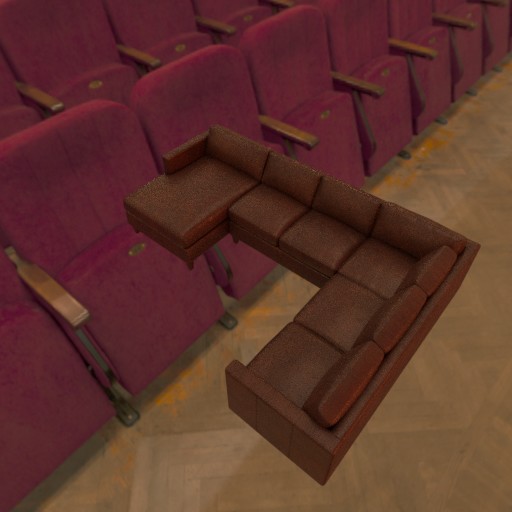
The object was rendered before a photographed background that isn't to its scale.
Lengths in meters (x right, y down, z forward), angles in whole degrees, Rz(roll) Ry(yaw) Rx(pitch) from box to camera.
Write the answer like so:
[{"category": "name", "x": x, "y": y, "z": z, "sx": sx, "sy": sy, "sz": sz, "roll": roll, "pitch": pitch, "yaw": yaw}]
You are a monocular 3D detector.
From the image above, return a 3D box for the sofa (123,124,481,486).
[{"category": "sofa", "x": 0.000, "y": 0.000, "z": 4.342, "sx": 3.324, "sy": 0.891, "sz": 2.452, "roll": 31, "pitch": 54, "yaw": 27}]
